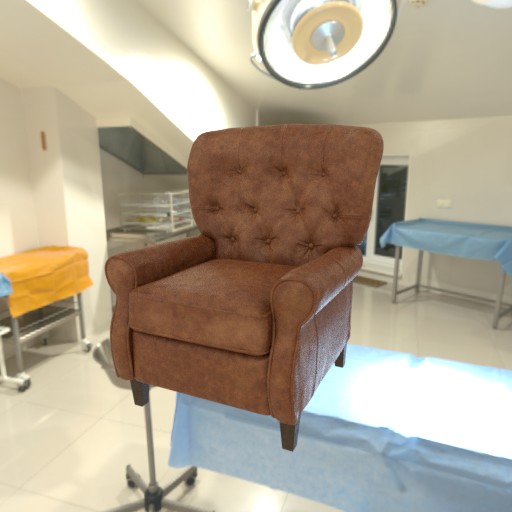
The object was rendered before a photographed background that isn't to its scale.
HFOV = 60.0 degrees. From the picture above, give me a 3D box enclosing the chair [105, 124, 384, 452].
[{"bbox_3d":[0.000,0.000,1.955,0.951,1.164,1.059,6,14,25],"label":"chair"}]
